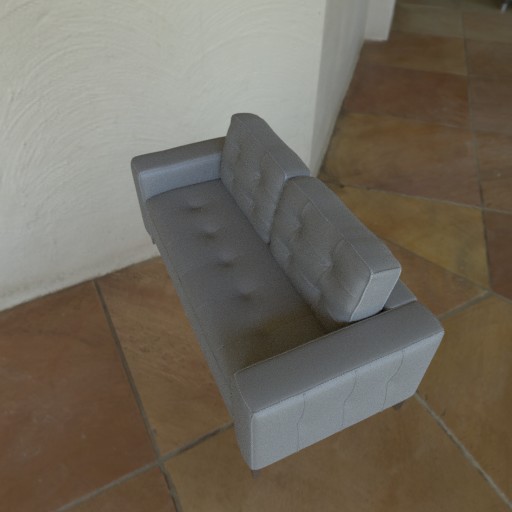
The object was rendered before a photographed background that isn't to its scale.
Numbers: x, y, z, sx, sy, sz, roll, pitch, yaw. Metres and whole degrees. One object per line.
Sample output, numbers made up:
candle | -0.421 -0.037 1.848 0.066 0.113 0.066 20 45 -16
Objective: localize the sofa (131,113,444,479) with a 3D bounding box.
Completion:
sofa | 0.000 0.000 2.224 0.833 0.893 1.726 -18 47 -17
